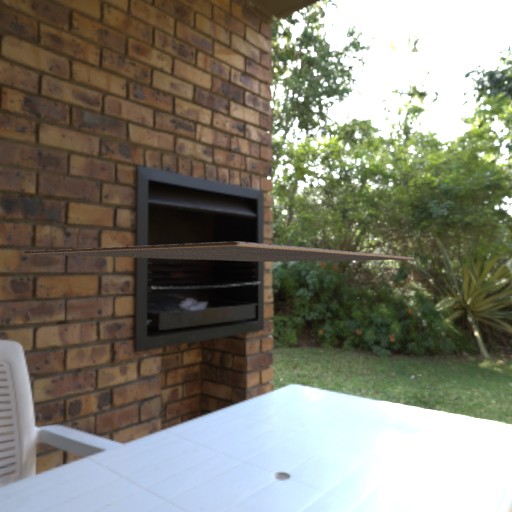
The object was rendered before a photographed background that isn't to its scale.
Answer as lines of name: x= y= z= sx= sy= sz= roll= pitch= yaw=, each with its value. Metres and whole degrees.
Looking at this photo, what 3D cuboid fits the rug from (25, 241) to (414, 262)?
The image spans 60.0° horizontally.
rug: x=0.000 y=0.000 z=3.103 sx=1.521 sy=0.023 sz=2.464 roll=-1 pitch=-2 yaw=34
